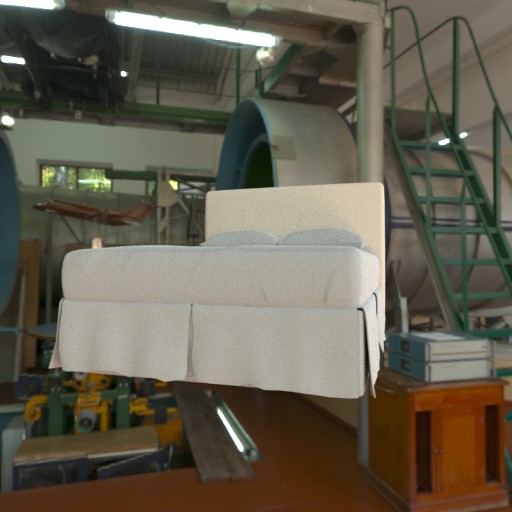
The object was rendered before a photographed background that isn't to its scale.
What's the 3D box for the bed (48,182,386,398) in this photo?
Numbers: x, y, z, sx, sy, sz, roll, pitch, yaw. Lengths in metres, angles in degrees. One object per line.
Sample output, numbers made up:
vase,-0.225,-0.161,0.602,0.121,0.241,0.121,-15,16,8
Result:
bed,0.000,0.000,3.163,1.748,1.330,2.142,0,-1,18
